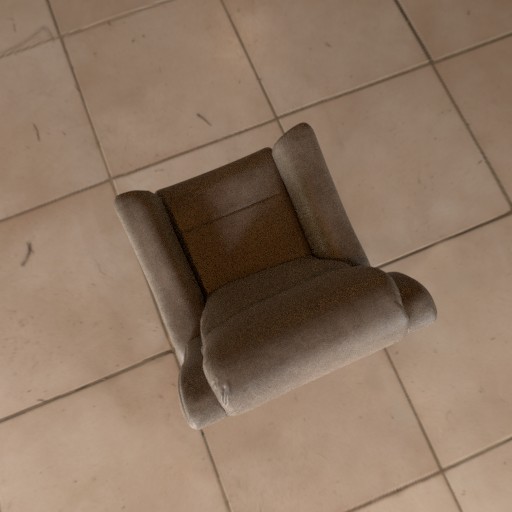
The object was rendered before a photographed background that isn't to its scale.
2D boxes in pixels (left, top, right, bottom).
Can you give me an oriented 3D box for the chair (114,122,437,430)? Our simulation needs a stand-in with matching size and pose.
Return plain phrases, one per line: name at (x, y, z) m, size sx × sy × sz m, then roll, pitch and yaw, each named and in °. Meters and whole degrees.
chair at (0.000, 0.000, 1.916) m, size 0.967 × 1.116 × 1.068 m, roll -23°, pitch 77°, yaw -5°
